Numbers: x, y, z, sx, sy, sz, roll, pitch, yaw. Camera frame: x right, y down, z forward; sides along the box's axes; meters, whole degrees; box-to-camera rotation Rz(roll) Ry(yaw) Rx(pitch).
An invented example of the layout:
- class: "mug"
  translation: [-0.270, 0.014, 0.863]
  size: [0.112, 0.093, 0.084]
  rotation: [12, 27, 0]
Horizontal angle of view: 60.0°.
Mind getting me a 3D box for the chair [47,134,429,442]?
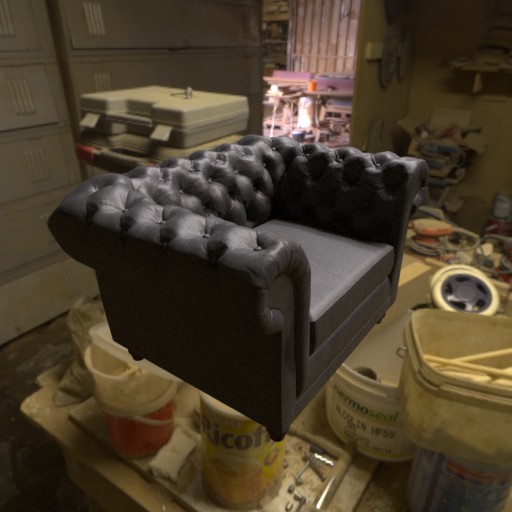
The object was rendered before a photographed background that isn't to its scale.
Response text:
- class: "chair"
  translation: [0.000, 0.000, 1.827]
  size: [0.943, 0.780, 1.298]
  rotation: [18, 31, 32]
